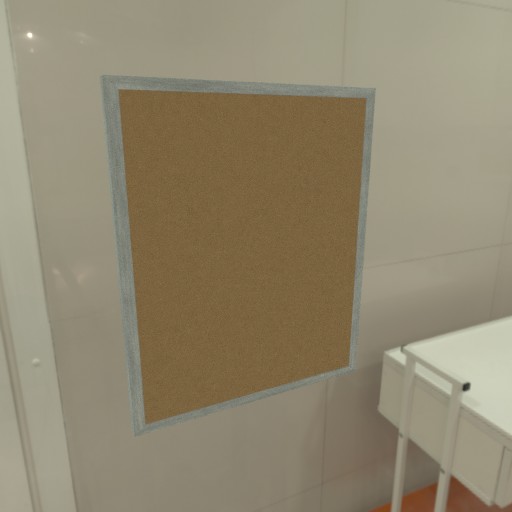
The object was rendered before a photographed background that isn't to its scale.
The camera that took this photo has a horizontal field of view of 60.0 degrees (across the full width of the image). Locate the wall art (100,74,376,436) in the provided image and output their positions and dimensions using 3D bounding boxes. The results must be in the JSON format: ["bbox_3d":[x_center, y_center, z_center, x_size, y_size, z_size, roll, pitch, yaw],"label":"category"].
[{"bbox_3d":[0.000,0.000,0.796,0.479,0.582,0.022,-8,18,-26],"label":"wall art"}]
